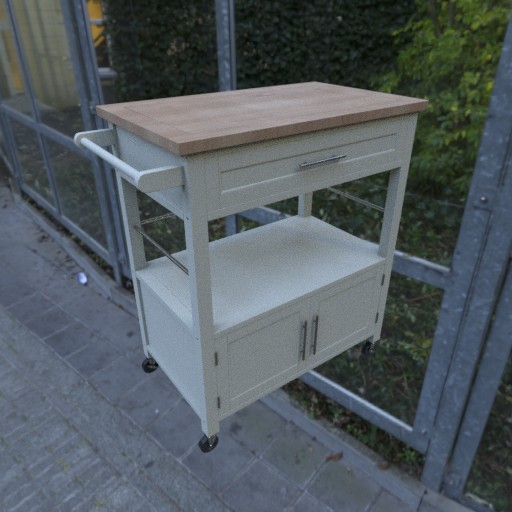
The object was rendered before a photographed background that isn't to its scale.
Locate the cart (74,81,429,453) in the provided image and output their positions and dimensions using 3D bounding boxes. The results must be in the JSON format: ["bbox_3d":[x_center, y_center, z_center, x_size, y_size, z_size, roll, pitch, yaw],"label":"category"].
[{"bbox_3d":[0.000,0.000,1.372,0.840,0.901,0.459,-19,34,-31],"label":"cart"}]
